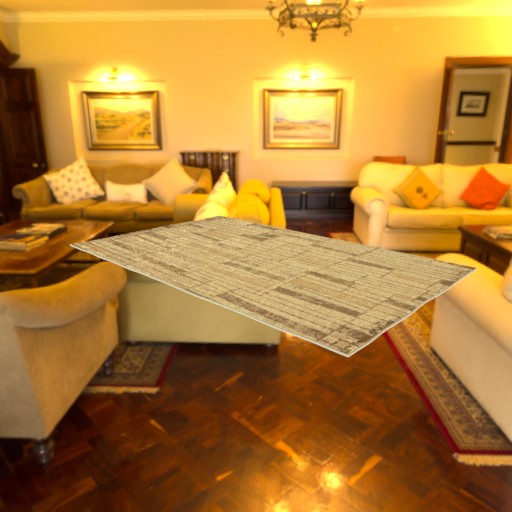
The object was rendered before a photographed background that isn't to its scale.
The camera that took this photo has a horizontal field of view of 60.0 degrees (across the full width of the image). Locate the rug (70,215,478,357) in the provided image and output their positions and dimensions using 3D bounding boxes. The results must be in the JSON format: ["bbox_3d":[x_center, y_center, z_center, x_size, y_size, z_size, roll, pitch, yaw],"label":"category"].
[{"bbox_3d":[0.000,0.000,3.086,2.444,0.023,1.531,15,22,41],"label":"rug"}]
